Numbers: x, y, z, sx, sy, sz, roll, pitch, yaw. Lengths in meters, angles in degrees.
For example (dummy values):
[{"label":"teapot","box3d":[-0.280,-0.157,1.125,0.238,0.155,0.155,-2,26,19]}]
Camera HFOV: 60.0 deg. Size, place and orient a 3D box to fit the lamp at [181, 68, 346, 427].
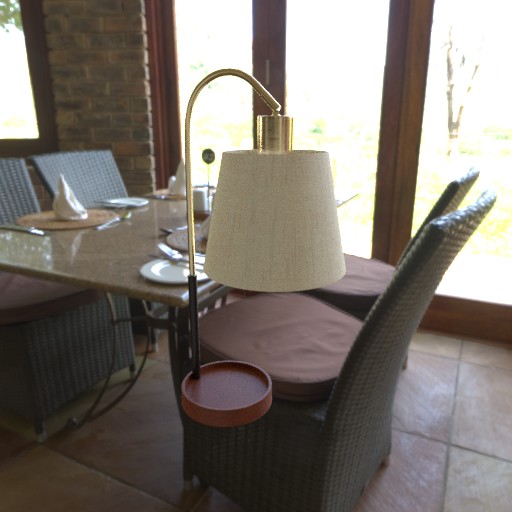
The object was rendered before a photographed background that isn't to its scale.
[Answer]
[{"label":"lamp","box3d":[0.000,0.000,0.674,0.273,0.536,0.211,9,18,29]}]
